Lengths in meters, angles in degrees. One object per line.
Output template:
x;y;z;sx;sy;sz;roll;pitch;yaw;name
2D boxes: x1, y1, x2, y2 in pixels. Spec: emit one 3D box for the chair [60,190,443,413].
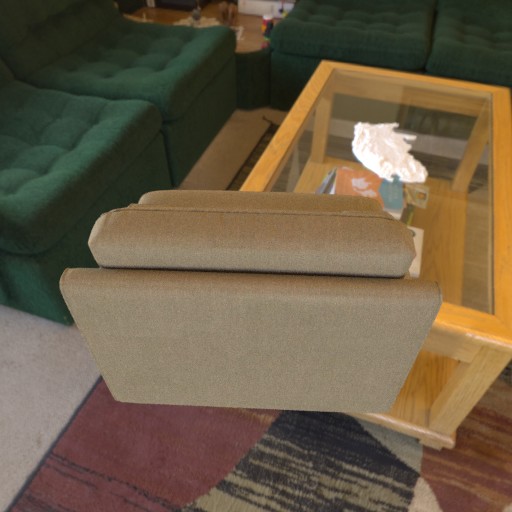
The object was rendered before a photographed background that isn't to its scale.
0.000;0.000;1.963;1.270;0.974;1.043;2;46;2;chair
